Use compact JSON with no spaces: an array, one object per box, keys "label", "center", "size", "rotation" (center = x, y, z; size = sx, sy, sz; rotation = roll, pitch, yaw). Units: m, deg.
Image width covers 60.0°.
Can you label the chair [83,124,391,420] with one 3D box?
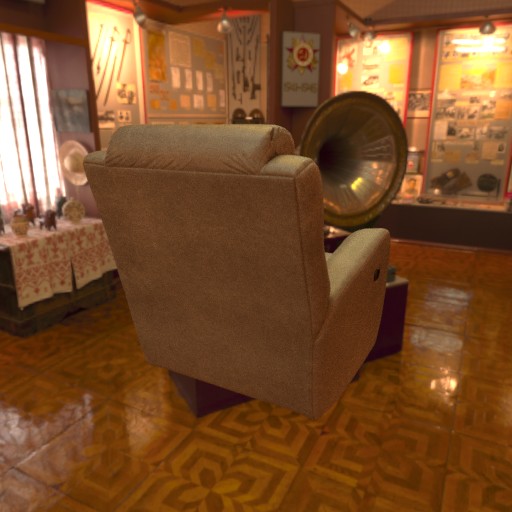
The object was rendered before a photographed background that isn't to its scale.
[{"label":"chair","center":[0.000,0.000,1.956],"size":[0.965,1.116,1.068],"rotation":[9,19,28]}]
